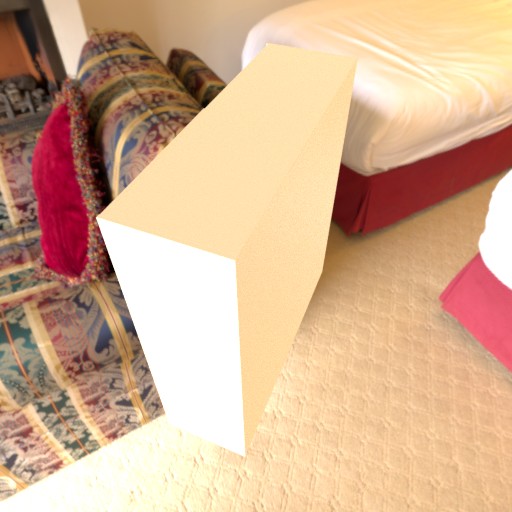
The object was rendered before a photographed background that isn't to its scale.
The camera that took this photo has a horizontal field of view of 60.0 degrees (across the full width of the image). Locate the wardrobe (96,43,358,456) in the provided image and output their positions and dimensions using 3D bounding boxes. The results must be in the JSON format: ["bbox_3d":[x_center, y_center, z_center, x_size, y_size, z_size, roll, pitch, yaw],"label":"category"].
[{"bbox_3d":[0.000,0.000,2.979,0.600,2.020,1.830,17,49,15],"label":"wardrobe"}]
